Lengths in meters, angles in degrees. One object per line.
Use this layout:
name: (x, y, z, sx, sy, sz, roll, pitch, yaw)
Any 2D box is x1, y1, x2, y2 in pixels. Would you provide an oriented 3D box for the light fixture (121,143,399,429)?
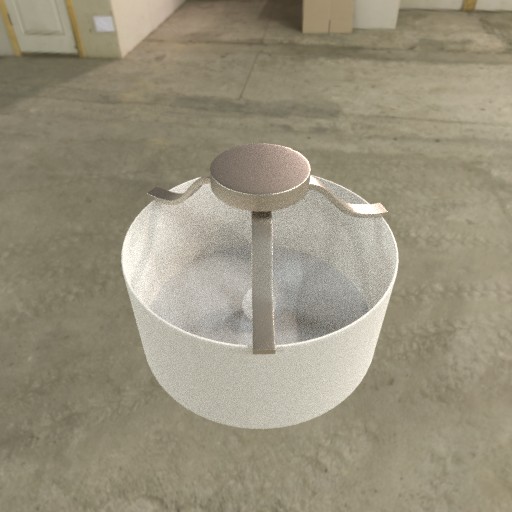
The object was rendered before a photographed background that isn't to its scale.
light fixture: (0.000, 0.000, 0.654, 0.395, 0.304, 0.395, 0, 41, 0)
